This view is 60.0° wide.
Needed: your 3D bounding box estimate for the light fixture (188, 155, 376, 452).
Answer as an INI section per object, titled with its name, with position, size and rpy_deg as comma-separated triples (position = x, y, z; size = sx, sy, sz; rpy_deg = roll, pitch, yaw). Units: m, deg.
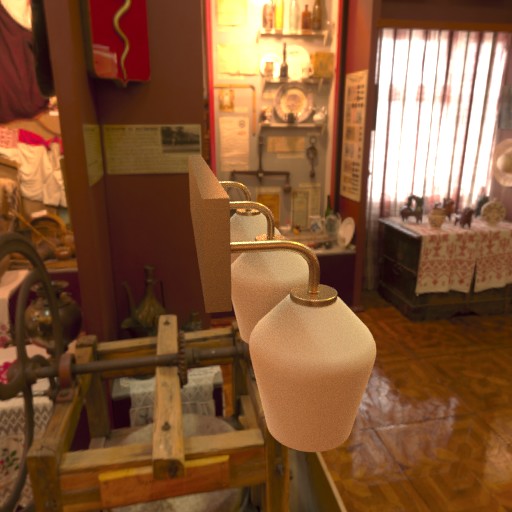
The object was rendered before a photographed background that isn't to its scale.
[light fixture]
position = 0.000, 0.000, 0.708
size = 0.190, 0.280, 0.609
rpy_deg = -3, 17, -9
